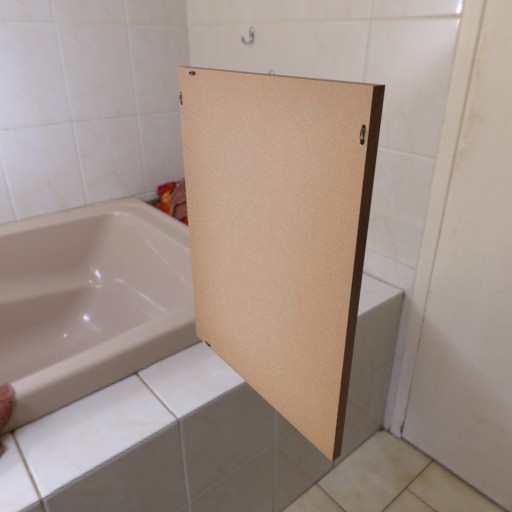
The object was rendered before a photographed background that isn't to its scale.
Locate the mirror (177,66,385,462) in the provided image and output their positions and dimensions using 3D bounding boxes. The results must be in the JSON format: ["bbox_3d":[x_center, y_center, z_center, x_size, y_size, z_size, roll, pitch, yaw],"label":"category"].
[{"bbox_3d":[0.000,0.000,1.332,0.040,1.016,0.762,-19,32,-33],"label":"mirror"}]
